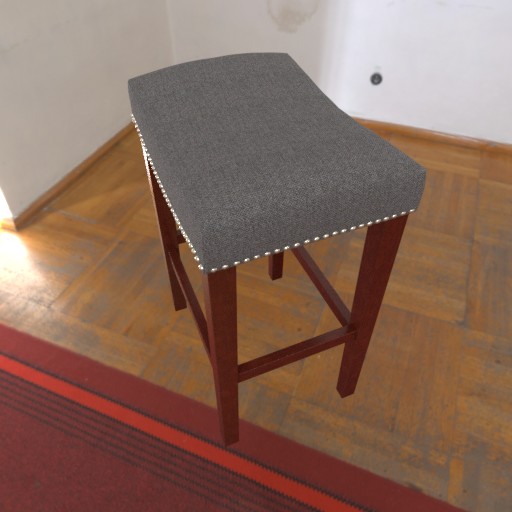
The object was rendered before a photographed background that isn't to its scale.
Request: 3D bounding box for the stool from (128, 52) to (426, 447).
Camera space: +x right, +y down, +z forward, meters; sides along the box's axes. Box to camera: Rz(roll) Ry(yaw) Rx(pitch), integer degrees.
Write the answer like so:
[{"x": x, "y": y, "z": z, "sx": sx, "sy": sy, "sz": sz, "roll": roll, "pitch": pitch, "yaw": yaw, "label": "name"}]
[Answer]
[{"x": 0.000, "y": 0.000, "z": 1.021, "sx": 0.372, "sy": 0.742, "sz": 0.504, "roll": -17, "pitch": 48, "yaw": -16, "label": "stool"}]
